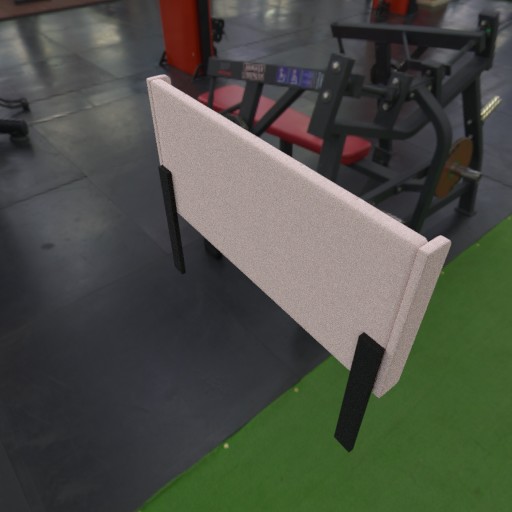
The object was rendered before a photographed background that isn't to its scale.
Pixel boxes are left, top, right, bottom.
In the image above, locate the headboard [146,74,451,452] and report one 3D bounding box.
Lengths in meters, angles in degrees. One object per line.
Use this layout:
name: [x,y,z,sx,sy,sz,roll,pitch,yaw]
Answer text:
headboard: [0.000,0.000,2.635,0.184,1.524,2.051,-27,49,-27]
